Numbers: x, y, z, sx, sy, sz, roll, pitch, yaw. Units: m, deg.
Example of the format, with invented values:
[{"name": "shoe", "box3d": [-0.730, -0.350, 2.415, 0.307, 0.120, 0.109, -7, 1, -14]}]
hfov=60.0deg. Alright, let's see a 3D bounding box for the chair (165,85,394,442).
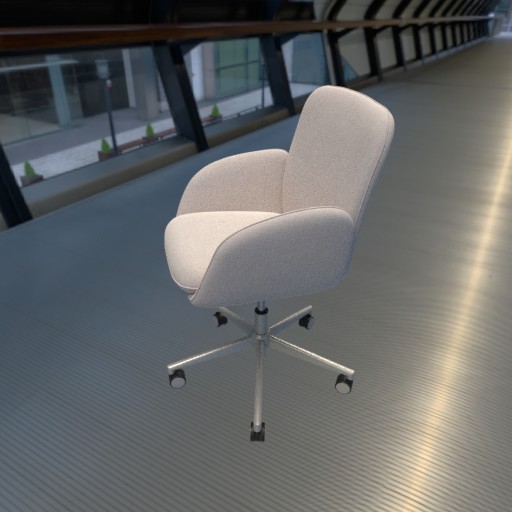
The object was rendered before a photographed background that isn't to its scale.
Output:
[{"name": "chair", "box3d": [0.000, 0.000, 1.403, 0.633, 0.959, 0.648, -8, 30, -13]}]
